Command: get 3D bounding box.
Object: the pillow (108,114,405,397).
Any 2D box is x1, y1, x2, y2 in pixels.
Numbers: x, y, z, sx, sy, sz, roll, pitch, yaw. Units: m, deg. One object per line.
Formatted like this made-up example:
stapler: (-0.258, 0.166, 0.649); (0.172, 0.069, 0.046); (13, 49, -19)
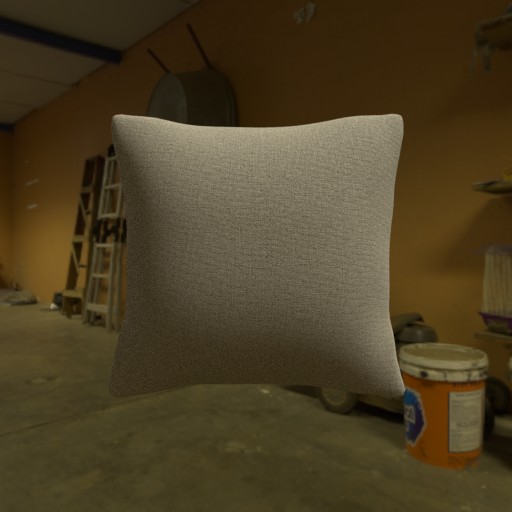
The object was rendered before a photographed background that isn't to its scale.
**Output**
pillow: (0.000, 0.000, 0.654); (0.437, 0.419, 0.136); (0, 1, 1)
